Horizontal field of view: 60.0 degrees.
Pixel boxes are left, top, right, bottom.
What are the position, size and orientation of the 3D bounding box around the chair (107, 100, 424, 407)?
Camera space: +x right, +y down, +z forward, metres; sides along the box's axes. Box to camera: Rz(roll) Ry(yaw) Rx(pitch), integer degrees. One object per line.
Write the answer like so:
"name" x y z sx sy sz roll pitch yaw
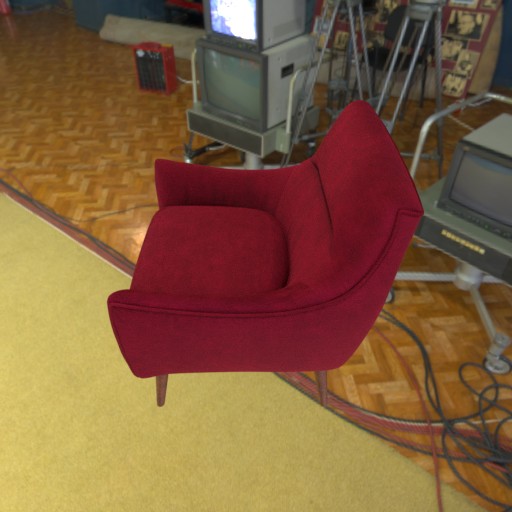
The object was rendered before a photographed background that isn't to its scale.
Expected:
"chair" 0.000 0.000 1.472 0.787 0.838 0.762 0 41 0
